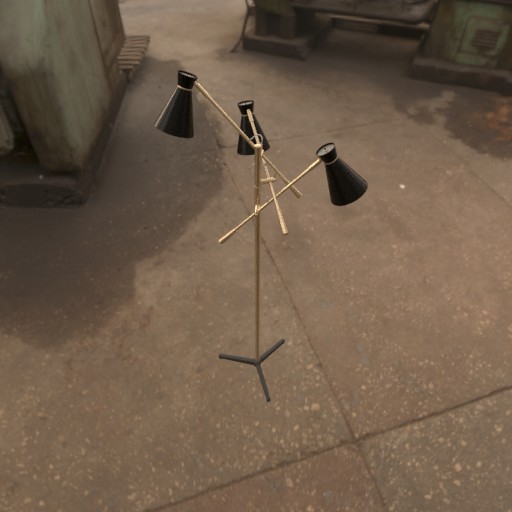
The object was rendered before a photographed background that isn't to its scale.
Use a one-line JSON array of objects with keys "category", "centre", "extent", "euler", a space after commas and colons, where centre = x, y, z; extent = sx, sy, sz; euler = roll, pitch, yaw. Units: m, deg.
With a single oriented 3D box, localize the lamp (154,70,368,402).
[{"category": "lamp", "centre": [0.000, 0.000, 2.200], "extent": [0.750, 1.804, 0.653], "euler": [-11, 46, -11]}]
